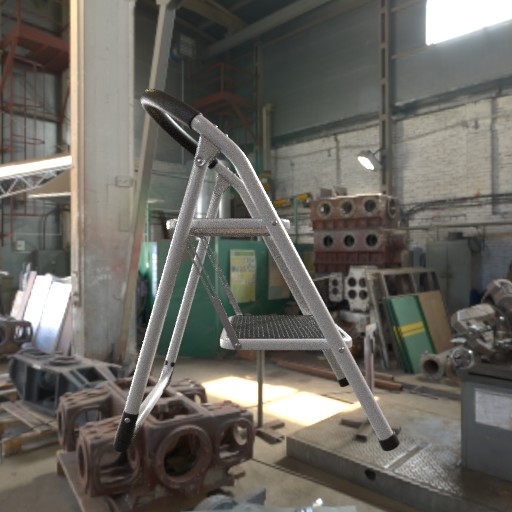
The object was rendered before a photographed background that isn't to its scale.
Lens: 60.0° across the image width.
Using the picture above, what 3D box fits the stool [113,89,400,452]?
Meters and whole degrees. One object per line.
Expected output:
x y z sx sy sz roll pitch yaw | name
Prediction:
0.000 0.000 1.075 0.559 0.760 0.453 0 0 0 | stool
